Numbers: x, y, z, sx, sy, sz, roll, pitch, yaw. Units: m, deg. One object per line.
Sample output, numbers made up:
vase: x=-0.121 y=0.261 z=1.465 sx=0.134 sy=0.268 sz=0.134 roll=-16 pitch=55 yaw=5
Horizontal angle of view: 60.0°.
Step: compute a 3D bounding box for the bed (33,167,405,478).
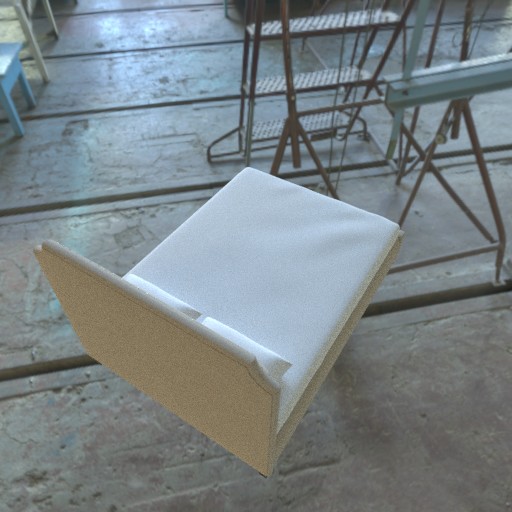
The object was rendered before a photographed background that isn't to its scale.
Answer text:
bed: x=0.000 y=0.000 z=3.426 sx=1.713 sy=1.443 sz=2.372 roll=25 pitch=52 yaw=22
